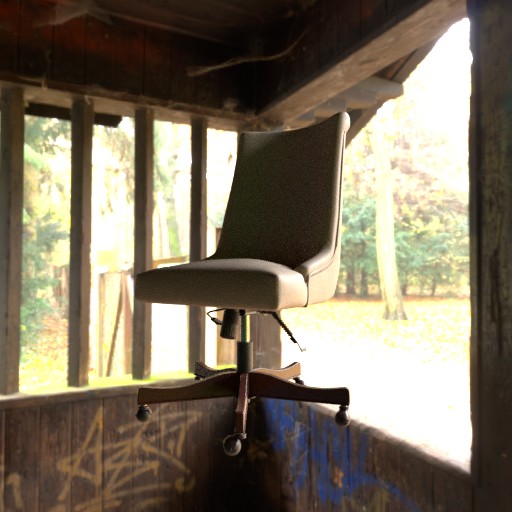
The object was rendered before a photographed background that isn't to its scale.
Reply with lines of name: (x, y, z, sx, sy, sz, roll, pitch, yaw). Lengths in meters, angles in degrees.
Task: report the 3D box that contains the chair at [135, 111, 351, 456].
chair: (0.000, 0.000, 1.469, 0.645, 1.010, 0.696, -1, -2, 34)
